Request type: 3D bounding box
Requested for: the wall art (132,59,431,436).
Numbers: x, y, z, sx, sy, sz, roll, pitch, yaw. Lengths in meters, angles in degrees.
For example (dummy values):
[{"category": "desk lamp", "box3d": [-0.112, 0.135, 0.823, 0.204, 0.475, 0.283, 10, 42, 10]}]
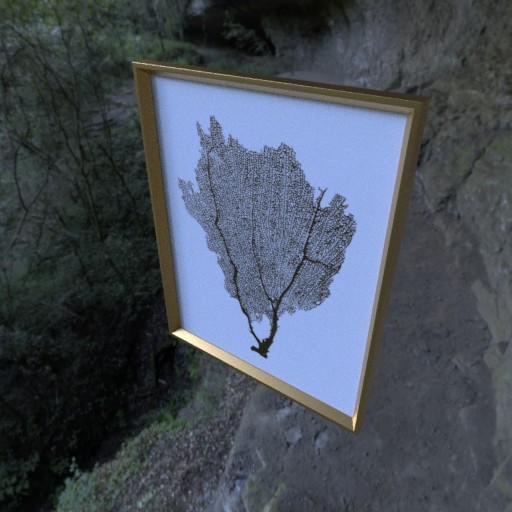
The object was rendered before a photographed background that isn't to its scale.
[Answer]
[{"category": "wall art", "box3d": [0.000, 0.000, 0.999, 0.610, 0.762, 0.038, 21, 38, 29]}]
